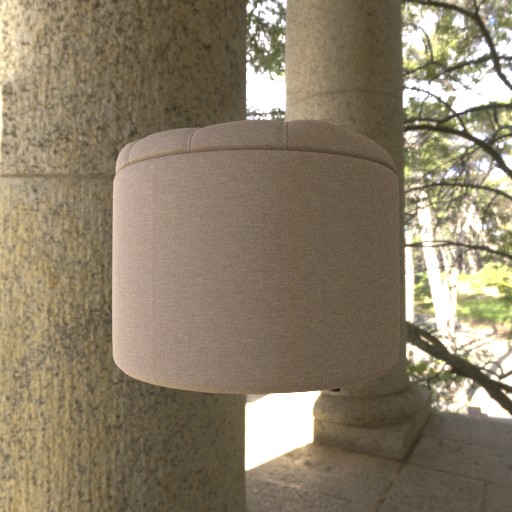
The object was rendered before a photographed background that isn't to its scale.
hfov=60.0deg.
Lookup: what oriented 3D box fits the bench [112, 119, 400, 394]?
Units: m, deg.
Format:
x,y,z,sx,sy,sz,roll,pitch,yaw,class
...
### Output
x,y,z,sx,sy,sz,roll,pitch,yaw,class
0.000,0.000,0.974,0.600,0.454,0.600,0,-1,0,bench
